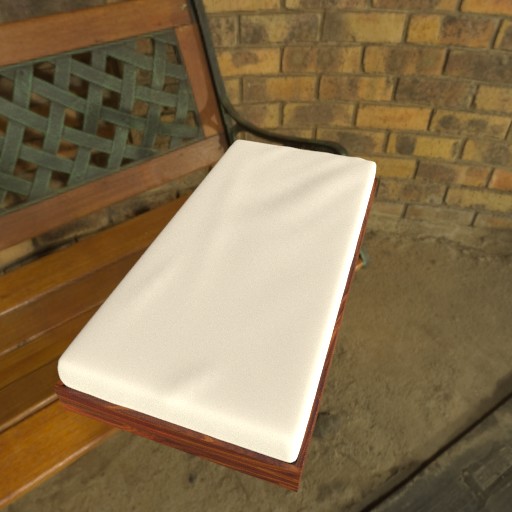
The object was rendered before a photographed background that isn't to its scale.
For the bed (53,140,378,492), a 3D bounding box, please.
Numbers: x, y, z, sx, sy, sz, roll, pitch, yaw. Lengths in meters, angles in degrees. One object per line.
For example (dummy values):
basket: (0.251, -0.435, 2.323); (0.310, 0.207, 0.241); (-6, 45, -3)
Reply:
bed: (0.000, 0.000, 2.172); (0.940, 0.312, 1.860); (13, 43, 14)
